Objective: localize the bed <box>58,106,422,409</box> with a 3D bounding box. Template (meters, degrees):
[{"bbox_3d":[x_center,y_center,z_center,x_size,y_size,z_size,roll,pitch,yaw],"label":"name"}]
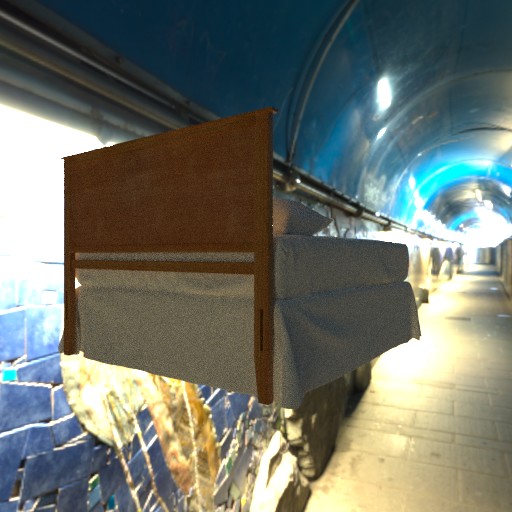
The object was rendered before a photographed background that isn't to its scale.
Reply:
[{"bbox_3d":[0.000,0.000,3.157,1.870,1.273,2.035,0,0,37],"label":"bed"}]
